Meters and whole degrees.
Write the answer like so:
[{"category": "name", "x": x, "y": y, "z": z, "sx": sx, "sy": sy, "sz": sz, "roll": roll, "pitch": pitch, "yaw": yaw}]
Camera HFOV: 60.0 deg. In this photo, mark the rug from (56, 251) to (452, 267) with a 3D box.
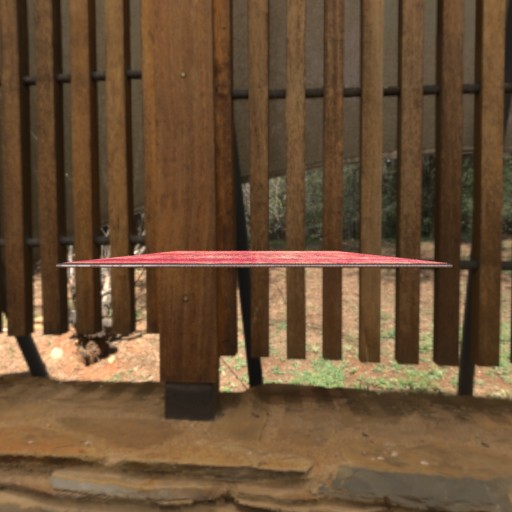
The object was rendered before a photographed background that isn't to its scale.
[{"category": "rug", "x": 0.000, "y": 0.000, "z": 2.935, "sx": 1.539, "sy": 0.018, "sz": 2.449, "roll": 0, "pitch": 2, "yaw": 0}]
